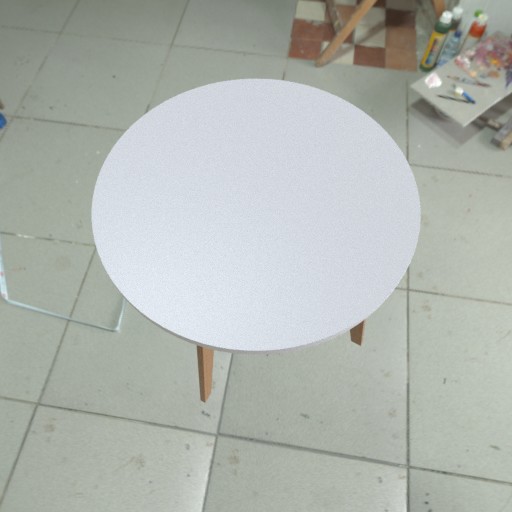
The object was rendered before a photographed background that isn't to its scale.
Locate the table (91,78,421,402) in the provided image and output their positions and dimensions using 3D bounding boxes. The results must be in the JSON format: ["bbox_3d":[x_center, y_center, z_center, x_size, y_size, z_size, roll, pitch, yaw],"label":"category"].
[{"bbox_3d":[0.000,0.000,1.559,0.896,0.762,0.896,0,62,0],"label":"table"}]
